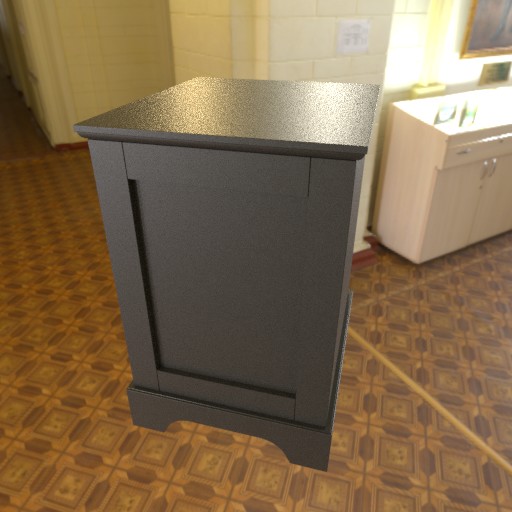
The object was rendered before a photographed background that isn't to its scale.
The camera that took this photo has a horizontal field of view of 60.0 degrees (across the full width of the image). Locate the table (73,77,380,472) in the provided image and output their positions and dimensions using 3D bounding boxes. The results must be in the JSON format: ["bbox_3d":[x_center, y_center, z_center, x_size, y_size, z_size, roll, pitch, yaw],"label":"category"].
[{"bbox_3d":[0.000,0.000,0.907,0.399,0.610,0.460,8,31,13],"label":"table"}]
